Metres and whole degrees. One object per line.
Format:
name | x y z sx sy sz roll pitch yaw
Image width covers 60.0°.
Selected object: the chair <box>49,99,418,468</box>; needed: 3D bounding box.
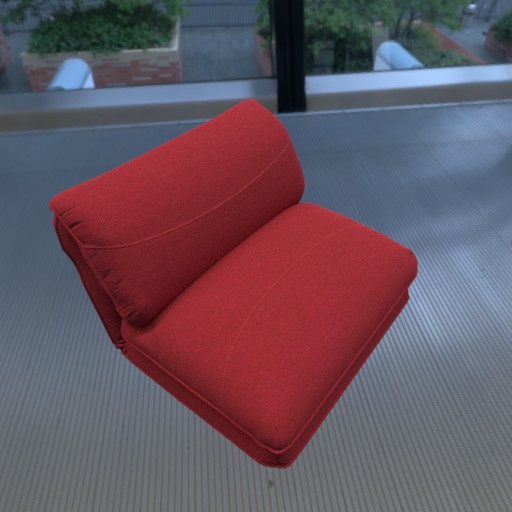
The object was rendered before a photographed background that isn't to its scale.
chair | 0.000 0.000 1.330 0.780 0.580 0.820 28 49 27
